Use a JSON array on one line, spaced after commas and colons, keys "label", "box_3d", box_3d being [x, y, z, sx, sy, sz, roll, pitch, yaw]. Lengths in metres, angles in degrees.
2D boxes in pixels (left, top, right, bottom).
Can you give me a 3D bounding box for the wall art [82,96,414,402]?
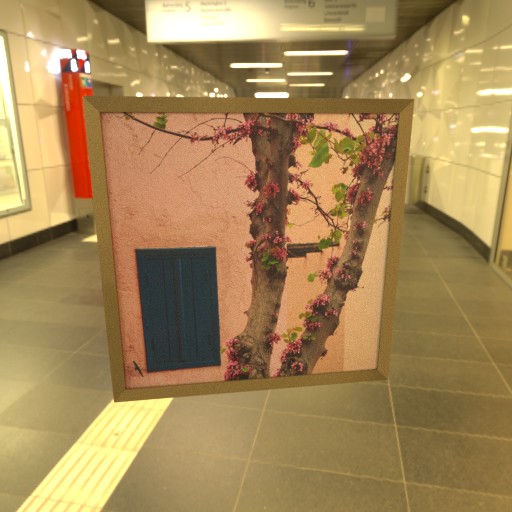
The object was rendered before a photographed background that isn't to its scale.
[{"label": "wall art", "box_3d": [0.000, 0.000, 1.133, 0.762, 0.762, 0.038, -2, 16, -8]}]
